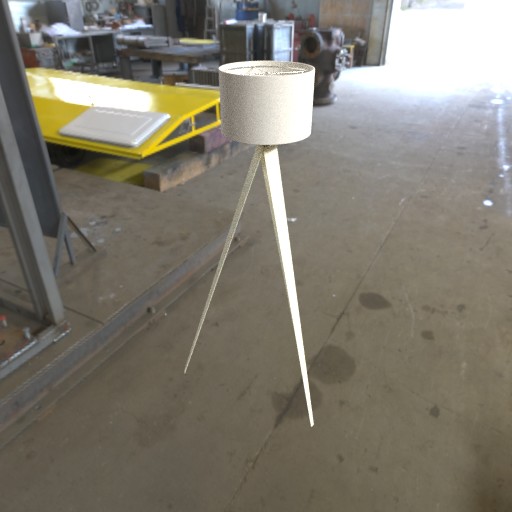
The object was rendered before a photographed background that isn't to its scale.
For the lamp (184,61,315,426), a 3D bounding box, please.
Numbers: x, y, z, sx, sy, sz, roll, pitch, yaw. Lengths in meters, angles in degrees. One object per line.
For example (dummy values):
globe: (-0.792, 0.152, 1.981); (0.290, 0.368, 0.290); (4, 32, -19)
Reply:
lamp: (0.000, 0.000, 1.953); (0.716, 1.524, 0.724); (-9, 33, -14)
